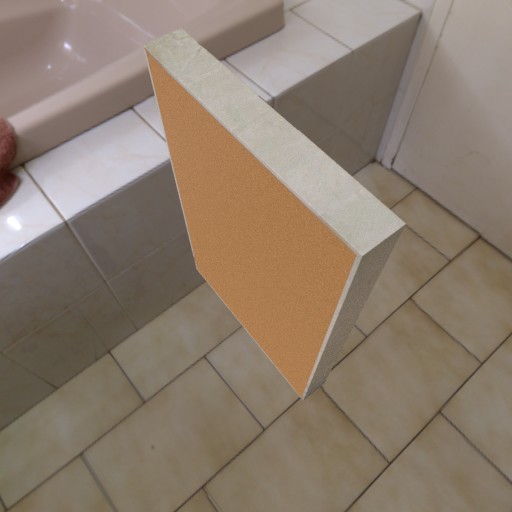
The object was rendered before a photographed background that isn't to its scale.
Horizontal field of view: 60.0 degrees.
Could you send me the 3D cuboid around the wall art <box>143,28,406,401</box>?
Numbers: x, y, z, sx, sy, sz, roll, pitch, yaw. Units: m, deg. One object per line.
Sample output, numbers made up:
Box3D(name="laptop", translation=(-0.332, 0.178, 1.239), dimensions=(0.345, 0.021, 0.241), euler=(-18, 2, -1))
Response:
Box3D(name="wall art", translation=(0.000, 0.000, 0.482), dimensions=(0.038, 0.381, 0.254), euler=(-34, 65, -18))
